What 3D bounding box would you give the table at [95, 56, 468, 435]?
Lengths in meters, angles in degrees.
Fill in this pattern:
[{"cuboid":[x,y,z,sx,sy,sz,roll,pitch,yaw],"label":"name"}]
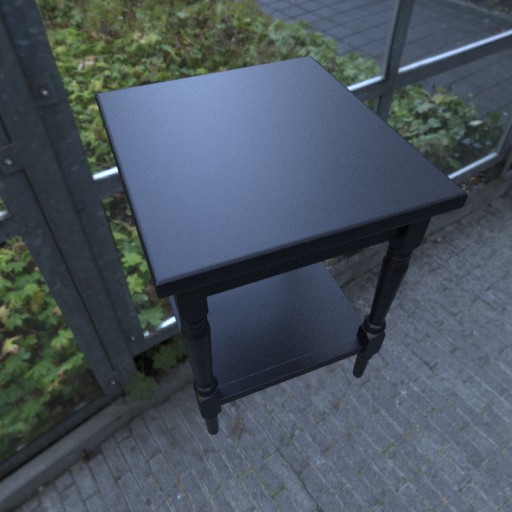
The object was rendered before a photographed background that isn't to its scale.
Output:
[{"cuboid":[0.000,0.000,0.917,0.442,0.565,0.488,-16,49,-15],"label":"table"}]
